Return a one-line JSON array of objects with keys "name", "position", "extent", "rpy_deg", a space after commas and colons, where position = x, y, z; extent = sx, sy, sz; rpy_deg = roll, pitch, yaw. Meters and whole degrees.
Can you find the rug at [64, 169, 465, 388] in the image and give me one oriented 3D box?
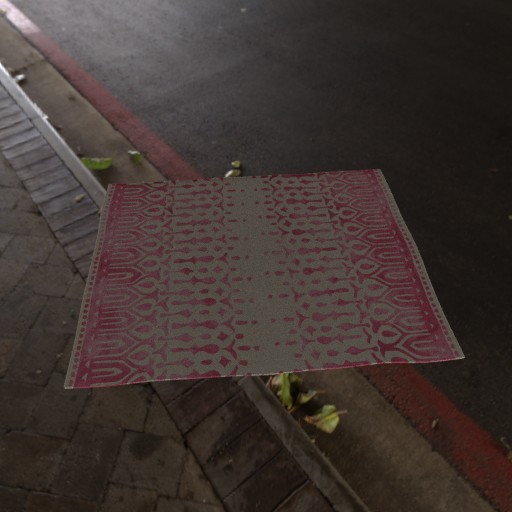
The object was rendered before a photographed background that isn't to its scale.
[{"name": "rug", "position": [0.000, 0.000, 4.176], "extent": [3.095, 0.016, 2.441], "rpy_deg": [-4, 48, -3]}]
